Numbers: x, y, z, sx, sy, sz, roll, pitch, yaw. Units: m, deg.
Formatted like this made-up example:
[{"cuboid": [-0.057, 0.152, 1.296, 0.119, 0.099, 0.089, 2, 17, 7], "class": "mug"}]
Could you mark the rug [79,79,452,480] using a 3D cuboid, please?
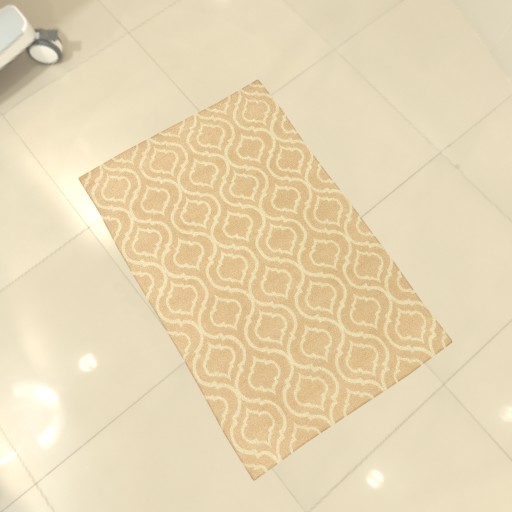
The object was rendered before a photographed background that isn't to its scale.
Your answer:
[{"cuboid": [0.000, 0.000, 2.251, 1.152, 0.013, 1.761, -32, 77, -8], "class": "rug"}]
